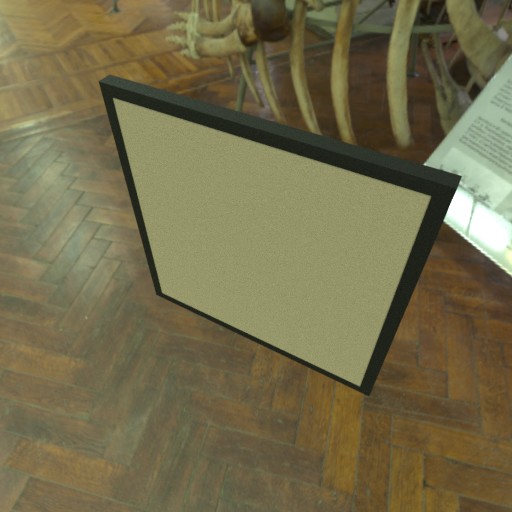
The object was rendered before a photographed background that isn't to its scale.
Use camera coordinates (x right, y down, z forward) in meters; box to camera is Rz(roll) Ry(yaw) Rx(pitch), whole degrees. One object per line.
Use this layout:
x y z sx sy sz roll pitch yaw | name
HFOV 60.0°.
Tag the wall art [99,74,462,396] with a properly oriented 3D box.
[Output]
0.000 0.000 0.453 0.306 0.304 0.015 22 51 19 | wall art
